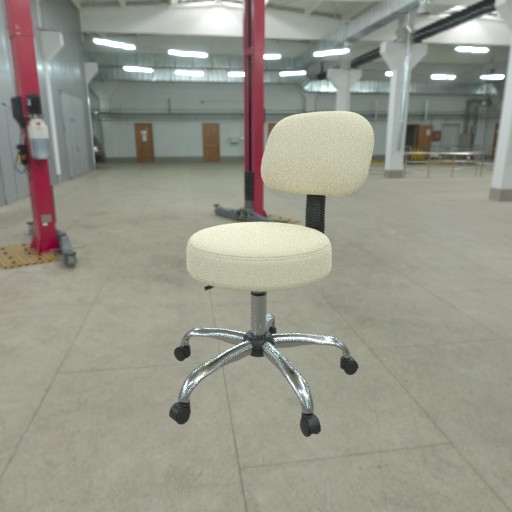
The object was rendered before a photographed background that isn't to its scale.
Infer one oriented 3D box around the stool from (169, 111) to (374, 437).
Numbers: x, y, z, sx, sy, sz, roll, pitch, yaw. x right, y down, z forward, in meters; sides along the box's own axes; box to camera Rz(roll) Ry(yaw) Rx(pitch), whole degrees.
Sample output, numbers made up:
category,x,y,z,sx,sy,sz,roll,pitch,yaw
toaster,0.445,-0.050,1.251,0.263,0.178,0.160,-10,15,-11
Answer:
category,x,y,z,sx,sy,sz,roll,pitch,yaw
stool,0.000,0.000,1.273,0.616,0.810,0.609,-14,21,-42
